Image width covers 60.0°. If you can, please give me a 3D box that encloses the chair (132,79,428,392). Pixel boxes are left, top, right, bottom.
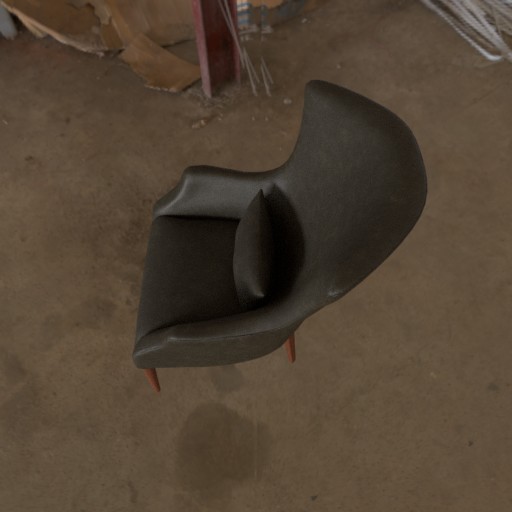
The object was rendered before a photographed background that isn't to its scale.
[{"bbox_3d":[0.000,0.000,1.712,0.954,1.068,0.819,0,59,0],"label":"chair"}]
